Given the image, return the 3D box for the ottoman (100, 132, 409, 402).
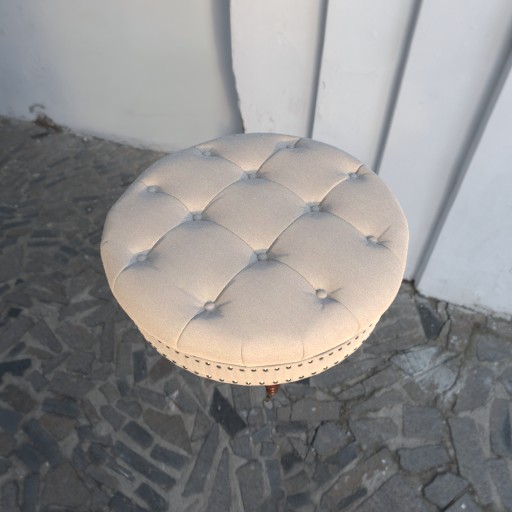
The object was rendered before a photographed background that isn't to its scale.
[{"bbox_3d":[0.000,0.000,1.422,0.901,0.439,0.901,0,48,0],"label":"ottoman"}]
